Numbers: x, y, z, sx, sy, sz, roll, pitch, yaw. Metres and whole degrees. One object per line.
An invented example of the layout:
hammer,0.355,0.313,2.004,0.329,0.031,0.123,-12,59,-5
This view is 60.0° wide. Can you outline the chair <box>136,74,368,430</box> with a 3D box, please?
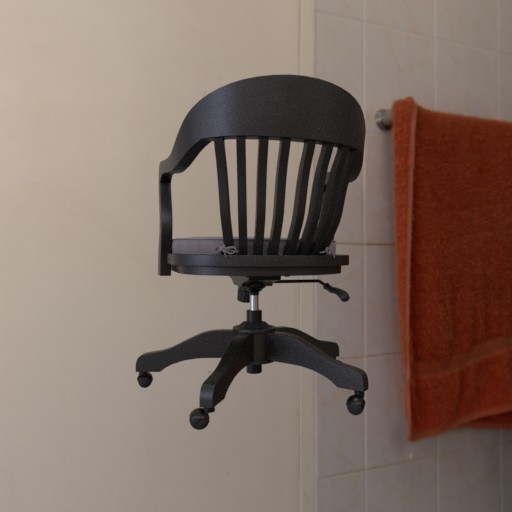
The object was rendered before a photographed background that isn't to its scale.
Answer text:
chair,0.000,0.000,1.454,0.750,0.878,0.788,0,0,-18
